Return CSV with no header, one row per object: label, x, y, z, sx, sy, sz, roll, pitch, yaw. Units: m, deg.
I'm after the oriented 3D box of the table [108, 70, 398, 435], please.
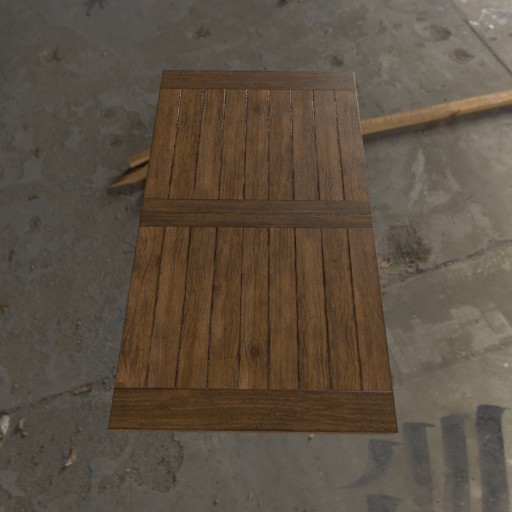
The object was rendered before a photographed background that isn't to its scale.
table,0.000,0.000,2.128,0.931,0.757,1.641,1,63,0
